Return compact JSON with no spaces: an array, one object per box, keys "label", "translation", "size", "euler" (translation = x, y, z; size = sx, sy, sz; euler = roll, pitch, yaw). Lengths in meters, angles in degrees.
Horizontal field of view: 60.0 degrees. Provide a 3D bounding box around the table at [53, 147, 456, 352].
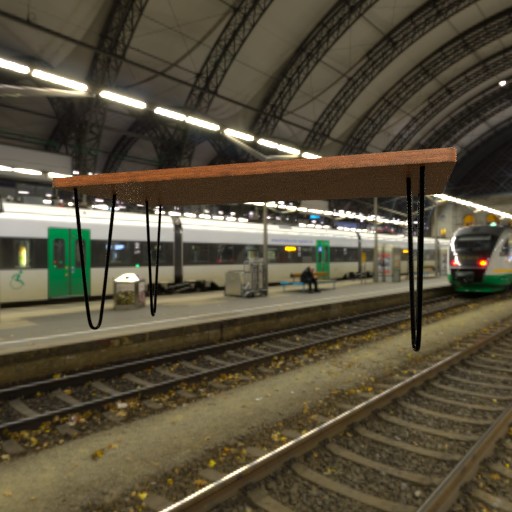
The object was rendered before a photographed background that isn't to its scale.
[{"label":"table","translation":[0.000,0.000,2.250],"size":[1.791,0.753,0.883],"euler":[0,0,20]}]
